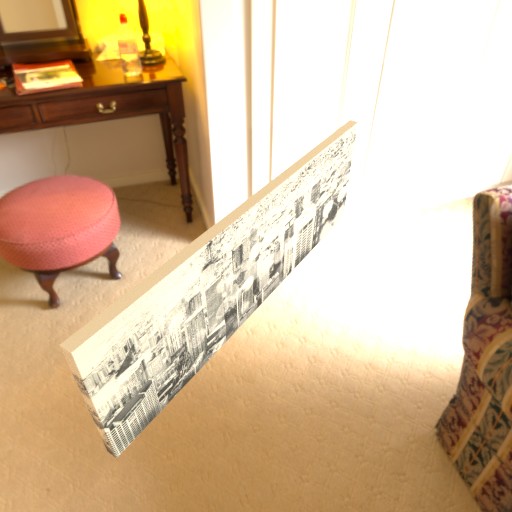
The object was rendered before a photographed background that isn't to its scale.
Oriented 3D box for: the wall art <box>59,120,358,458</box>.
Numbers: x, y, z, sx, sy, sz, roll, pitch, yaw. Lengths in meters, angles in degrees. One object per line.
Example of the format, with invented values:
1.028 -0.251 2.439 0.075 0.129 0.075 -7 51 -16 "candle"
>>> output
0.000 0.000 1.644 0.044 0.507 1.520 24 46 26 "wall art"
